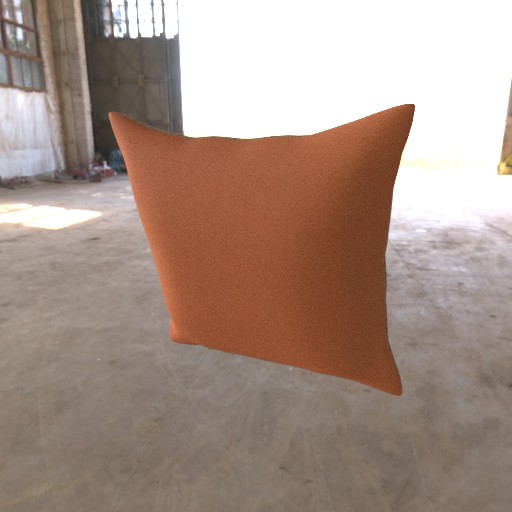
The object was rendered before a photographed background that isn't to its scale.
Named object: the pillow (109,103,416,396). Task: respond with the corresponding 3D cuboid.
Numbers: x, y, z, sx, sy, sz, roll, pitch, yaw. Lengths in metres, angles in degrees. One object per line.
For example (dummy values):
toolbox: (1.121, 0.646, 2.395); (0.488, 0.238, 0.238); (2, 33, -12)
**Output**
pillow: (0.000, 0.000, 0.684); (0.453, 0.430, 0.200); (8, 17, 27)
